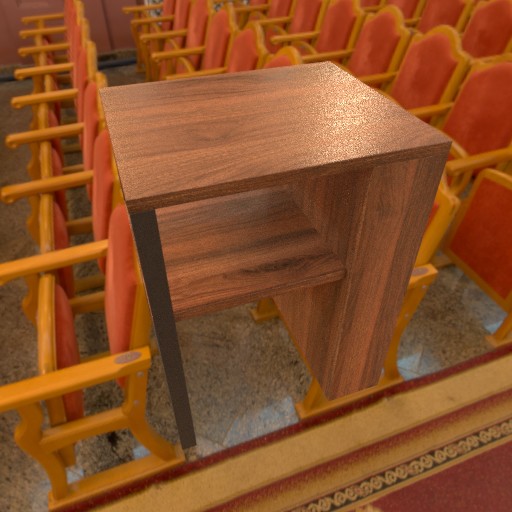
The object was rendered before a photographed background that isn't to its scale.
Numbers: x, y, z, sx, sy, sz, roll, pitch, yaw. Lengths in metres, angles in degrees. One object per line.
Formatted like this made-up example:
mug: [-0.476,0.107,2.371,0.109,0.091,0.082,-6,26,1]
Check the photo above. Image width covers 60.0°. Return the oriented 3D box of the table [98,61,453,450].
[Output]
table: [0.000,0.000,1.554,0.786,1.041,0.660,-13,42,-15]
